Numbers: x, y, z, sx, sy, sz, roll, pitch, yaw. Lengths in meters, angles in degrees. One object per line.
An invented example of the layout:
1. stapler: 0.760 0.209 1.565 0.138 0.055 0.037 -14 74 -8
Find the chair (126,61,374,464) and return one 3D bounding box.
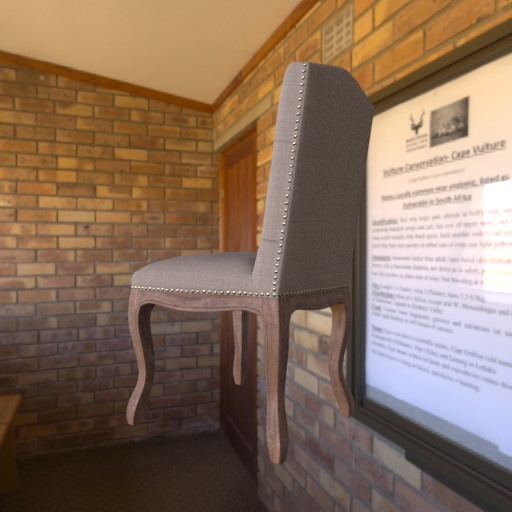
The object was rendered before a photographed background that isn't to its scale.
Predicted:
1. chair: 0.000 0.000 1.619 0.731 1.191 0.637 0 1 37
